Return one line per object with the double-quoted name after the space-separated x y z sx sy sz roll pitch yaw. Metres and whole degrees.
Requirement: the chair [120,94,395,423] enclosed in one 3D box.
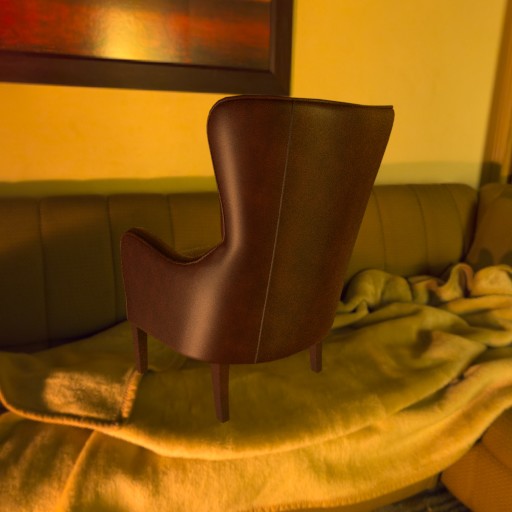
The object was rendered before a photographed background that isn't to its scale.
0.000 0.000 1.634 0.692 1.048 0.914 -13 20 -41 "chair"
